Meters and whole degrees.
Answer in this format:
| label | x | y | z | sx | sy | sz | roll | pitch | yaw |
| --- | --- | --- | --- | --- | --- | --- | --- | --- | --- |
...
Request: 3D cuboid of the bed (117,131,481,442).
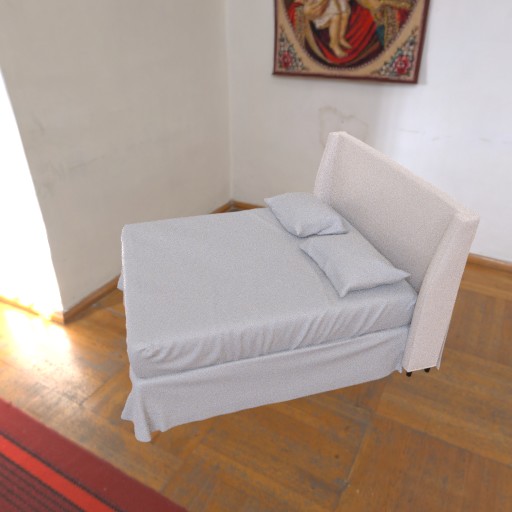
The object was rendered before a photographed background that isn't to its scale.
| label | x | y | z | sx | sy | sz | roll | pitch | yaw |
| --- | --- | --- | --- | --- | --- | --- | --- | --- | --- |
| bed | 0.000 | 0.000 | 3.474 | 2.276 | 1.332 | 1.925 | -8 | 32 | -13 |
